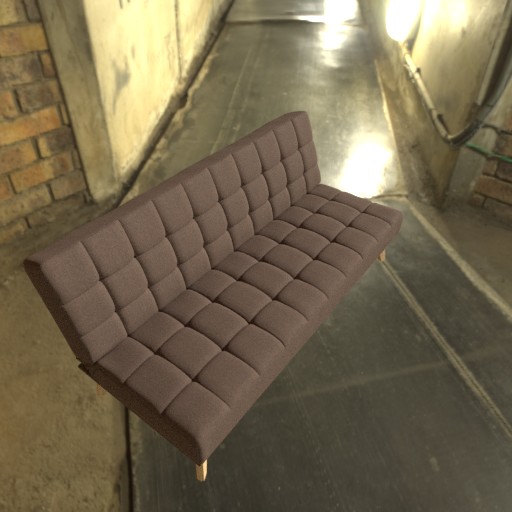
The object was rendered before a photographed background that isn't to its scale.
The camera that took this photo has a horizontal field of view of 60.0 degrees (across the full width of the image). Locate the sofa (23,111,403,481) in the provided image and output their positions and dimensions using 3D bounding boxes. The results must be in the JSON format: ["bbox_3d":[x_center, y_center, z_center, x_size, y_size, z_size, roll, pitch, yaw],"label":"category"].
[{"bbox_3d":[0.000,0.000,2.227,0.860,0.810,1.800,26,46,28],"label":"sofa"}]
